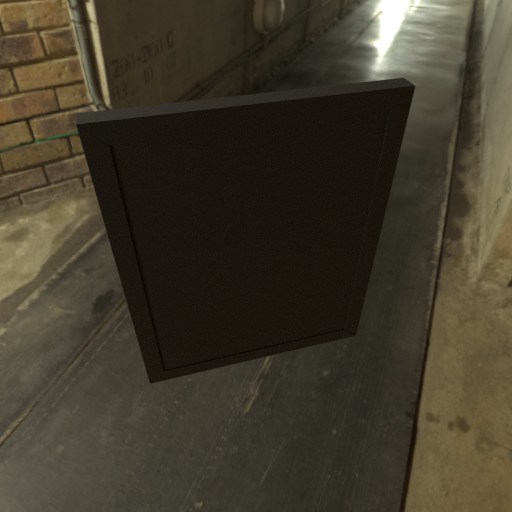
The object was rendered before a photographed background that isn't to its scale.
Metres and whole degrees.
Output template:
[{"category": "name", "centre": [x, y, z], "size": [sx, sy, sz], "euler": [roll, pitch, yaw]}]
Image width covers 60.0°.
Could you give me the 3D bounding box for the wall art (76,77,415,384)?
[{"category": "wall art", "centre": [0.000, 0.000, 0.774], "size": [0.457, 0.559, 0.033], "euler": [-11, 43, -12]}]
